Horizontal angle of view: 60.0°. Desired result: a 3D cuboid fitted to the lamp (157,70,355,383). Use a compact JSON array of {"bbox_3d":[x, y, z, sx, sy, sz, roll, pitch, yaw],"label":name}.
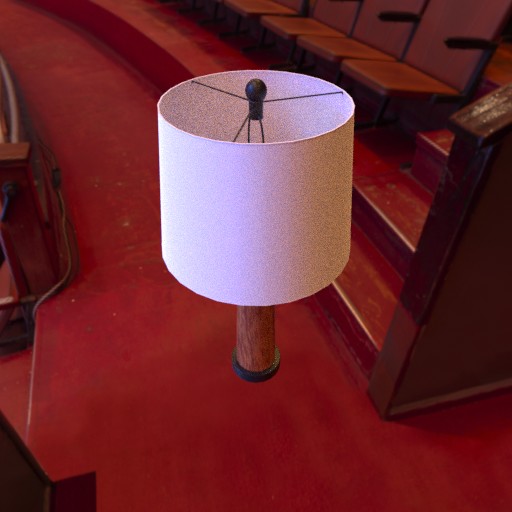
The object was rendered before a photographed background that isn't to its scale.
[{"bbox_3d":[0.000,0.000,0.856,0.349,0.667,0.349,0,40,0],"label":"lamp"}]
